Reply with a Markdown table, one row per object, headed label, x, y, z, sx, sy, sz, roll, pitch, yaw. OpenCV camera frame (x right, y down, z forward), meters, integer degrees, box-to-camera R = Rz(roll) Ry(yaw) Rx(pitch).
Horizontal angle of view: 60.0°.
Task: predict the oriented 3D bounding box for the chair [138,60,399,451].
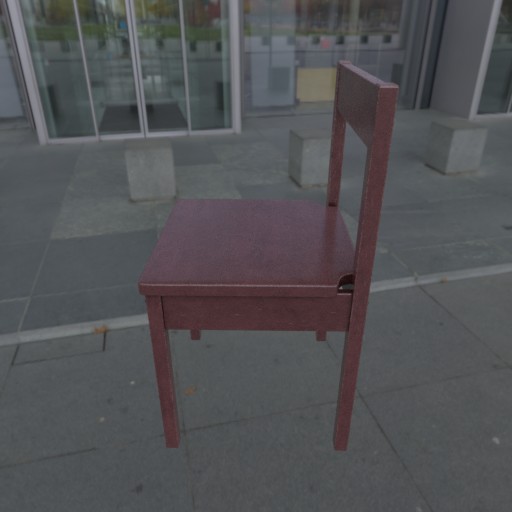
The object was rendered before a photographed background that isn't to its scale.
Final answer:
| label | x | y | z | sx | sy | sz | roll | pitch | yaw |
| --- | --- | --- | --- | --- | --- | --- | --- | --- | --- |
| chair | 0.000 | 0.000 | 0.859 | 0.361 | 0.668 | 0.367 | 0 | 28 | 1 |
